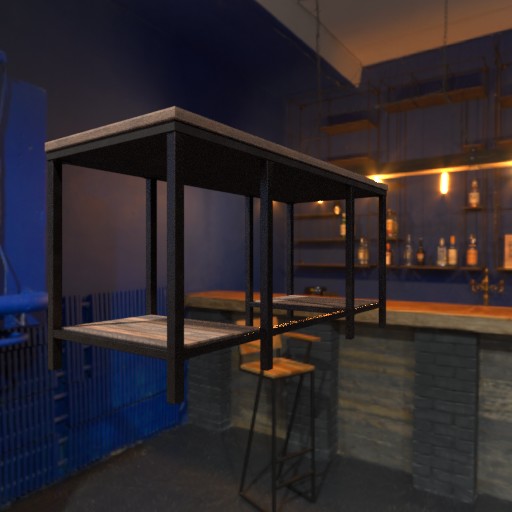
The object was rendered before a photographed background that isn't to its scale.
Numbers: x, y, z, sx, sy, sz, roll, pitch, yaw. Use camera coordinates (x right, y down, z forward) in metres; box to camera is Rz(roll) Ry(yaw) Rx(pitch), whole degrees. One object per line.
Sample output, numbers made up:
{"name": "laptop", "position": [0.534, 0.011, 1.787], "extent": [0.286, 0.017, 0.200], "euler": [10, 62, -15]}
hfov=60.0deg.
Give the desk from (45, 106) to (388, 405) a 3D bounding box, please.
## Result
{"name": "desk", "position": [0.000, 0.000, 1.915], "extent": [0.617, 0.753, 1.538], "euler": [0, 0, 36]}
